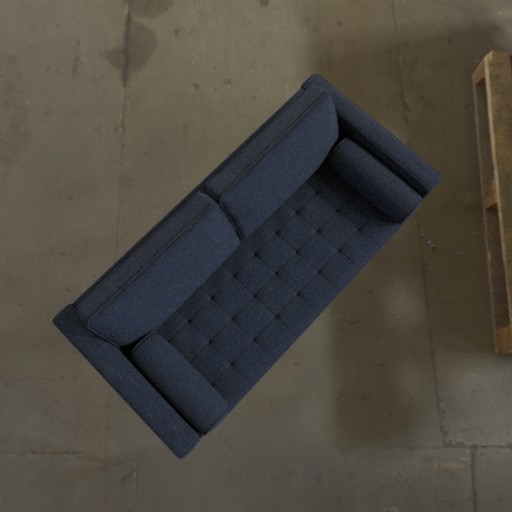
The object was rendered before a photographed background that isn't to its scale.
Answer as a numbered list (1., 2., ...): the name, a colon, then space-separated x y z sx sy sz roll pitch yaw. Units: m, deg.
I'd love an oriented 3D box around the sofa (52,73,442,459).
1. sofa: 0.000 0.000 2.357 0.914 0.762 1.880 43 80 9
